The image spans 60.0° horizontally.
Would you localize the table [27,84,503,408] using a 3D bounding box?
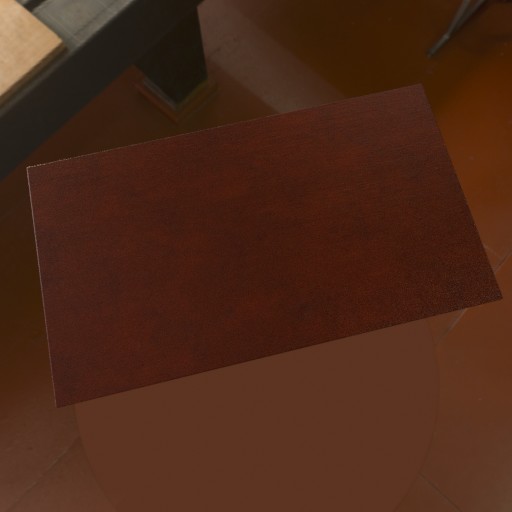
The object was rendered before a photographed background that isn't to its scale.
[{"bbox_3d":[0.000,0.000,1.187,0.943,0.456,0.533,-13,76,-3],"label":"table"}]
